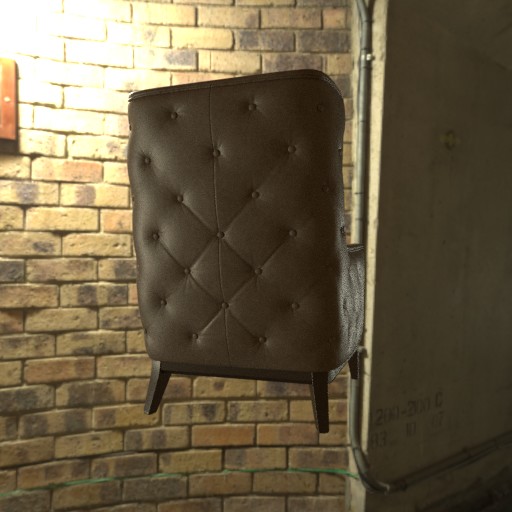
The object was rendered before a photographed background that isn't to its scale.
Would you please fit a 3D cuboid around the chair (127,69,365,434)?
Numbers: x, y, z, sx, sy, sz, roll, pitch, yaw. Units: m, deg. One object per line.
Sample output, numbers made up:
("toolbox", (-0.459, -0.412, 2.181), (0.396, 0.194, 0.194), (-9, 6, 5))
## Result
("chair", (0.000, 0.000, 1.686), (0.769, 1.079, 0.899), (0, -1, 17))
